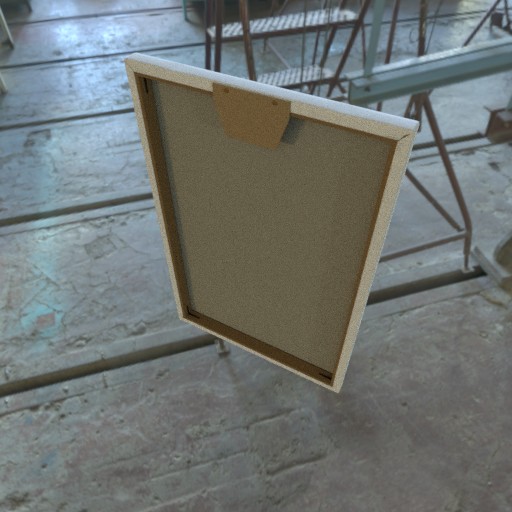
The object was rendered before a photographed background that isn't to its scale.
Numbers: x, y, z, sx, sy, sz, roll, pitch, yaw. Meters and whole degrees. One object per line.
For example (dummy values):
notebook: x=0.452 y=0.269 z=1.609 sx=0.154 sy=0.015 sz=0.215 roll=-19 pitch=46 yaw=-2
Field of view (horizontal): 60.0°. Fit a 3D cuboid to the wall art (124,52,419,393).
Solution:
wall art: x=0.000 y=0.000 z=1.157 sx=0.602 sy=0.916 sz=0.048 roll=21 pitch=50 yaw=19
